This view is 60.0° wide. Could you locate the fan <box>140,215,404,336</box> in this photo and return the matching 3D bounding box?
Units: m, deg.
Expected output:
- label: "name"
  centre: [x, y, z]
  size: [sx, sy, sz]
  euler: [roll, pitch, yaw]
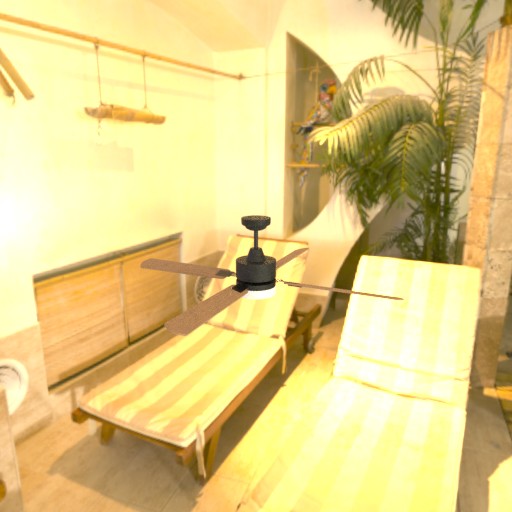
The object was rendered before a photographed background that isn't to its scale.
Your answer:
- label: "fan"
  centre: [0.000, 0.000, 2.032]
  size: [1.320, 0.355, 1.320]
  euler: [7, 16, 24]
